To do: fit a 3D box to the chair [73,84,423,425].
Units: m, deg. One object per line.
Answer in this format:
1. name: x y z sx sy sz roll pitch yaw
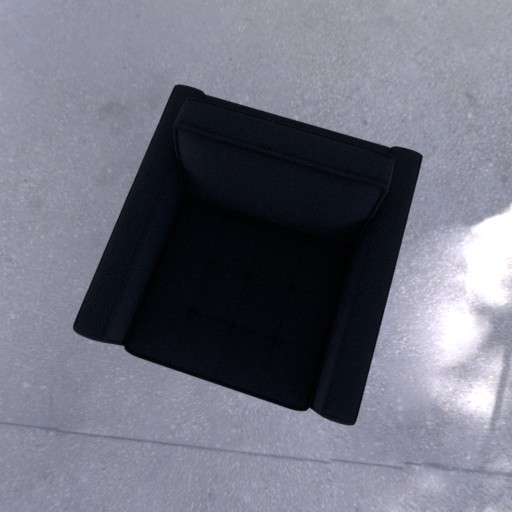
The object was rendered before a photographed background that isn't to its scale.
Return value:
1. chair: 0.000 0.000 1.585 0.899 0.770 0.920 17 76 4
